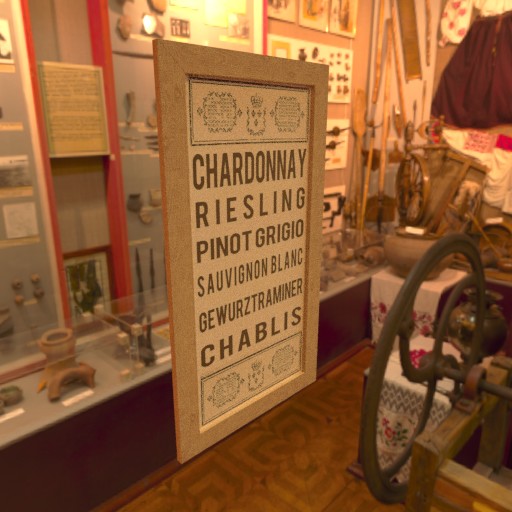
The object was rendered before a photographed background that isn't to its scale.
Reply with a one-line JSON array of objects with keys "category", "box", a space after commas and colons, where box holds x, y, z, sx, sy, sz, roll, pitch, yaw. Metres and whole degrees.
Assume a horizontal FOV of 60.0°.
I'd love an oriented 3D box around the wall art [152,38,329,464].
[{"category": "wall art", "box": [0.000, 0.000, 0.817, 0.381, 0.683, 0.013, -16, 22, -42]}]
